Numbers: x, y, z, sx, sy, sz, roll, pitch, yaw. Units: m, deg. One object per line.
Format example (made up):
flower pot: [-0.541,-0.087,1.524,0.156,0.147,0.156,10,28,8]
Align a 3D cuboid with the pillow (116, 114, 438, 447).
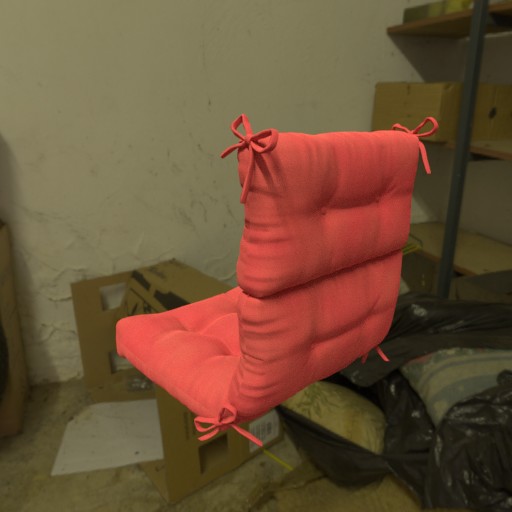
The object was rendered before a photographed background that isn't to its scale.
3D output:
pillow: [0.000,0.000,1.007,0.519,0.605,0.571,-15,22,-40]
